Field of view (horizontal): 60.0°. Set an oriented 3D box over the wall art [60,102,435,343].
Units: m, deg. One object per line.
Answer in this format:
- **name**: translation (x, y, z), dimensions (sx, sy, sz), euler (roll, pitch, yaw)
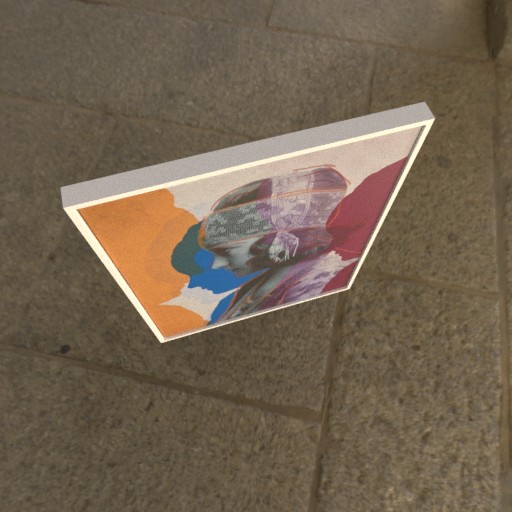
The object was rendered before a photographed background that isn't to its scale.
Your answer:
- **wall art**: translation (0.000, 0.000, 0.758), dimensions (0.443, 0.549, 0.030), euler (-15, 65, -7)
